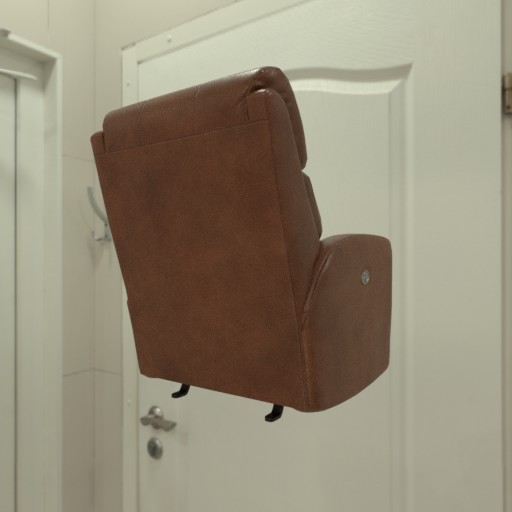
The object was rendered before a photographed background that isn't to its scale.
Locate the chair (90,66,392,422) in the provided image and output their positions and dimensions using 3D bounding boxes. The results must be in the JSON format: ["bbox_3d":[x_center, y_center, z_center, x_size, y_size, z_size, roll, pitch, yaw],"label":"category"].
[{"bbox_3d":[0.000,0.000,1.659,0.787,1.016,0.939,0,0,35],"label":"chair"}]
